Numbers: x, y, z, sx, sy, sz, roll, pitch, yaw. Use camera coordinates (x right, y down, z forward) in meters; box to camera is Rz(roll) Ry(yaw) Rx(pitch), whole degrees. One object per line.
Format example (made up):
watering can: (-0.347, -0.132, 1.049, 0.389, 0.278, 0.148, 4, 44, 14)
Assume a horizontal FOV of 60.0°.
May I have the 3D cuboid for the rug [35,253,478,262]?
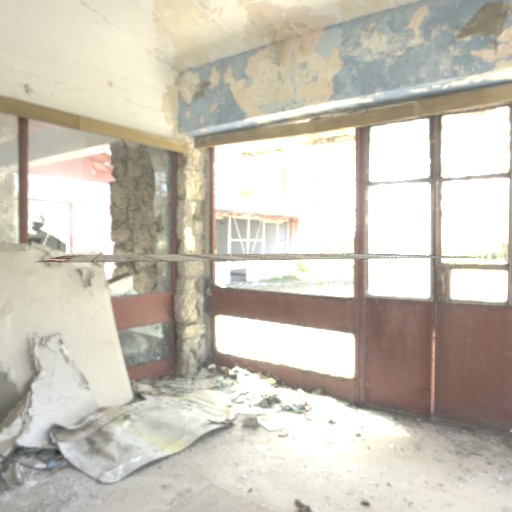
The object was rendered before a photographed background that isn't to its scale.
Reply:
rug: (0.000, 0.000, 2.946, 2.465, 0.012, 1.465, 0, 2, -18)
